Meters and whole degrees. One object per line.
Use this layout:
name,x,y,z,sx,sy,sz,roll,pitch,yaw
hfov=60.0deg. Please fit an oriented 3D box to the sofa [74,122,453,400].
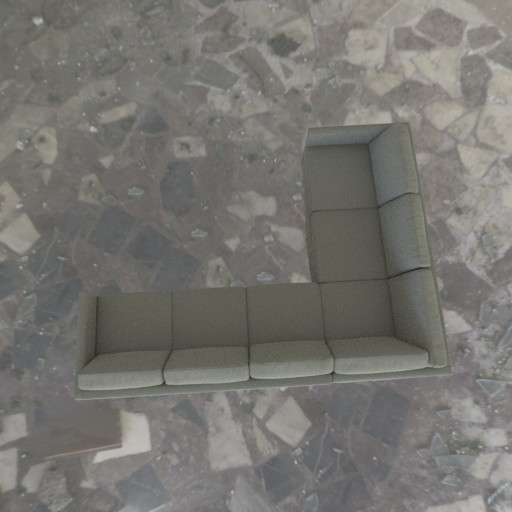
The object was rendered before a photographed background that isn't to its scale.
sofa,0.000,0.000,4.242,3.182,0.871,2.432,-3,74,-1
